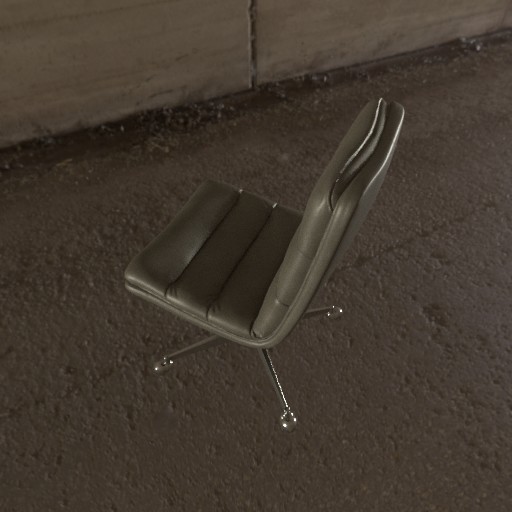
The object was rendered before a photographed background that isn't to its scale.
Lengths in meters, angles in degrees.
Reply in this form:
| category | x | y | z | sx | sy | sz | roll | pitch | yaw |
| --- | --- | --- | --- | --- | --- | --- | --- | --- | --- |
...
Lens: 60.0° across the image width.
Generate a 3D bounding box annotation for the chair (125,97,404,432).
| category | x | y | z | sx | sy | sz | roll | pitch | yaw |
| --- | --- | --- | --- | --- | --- | --- | --- | --- | --- |
| chair | 0.000 | 0.000 | 1.032 | 0.485 | 0.738 | 0.422 | 18 | 48 | 17 |
